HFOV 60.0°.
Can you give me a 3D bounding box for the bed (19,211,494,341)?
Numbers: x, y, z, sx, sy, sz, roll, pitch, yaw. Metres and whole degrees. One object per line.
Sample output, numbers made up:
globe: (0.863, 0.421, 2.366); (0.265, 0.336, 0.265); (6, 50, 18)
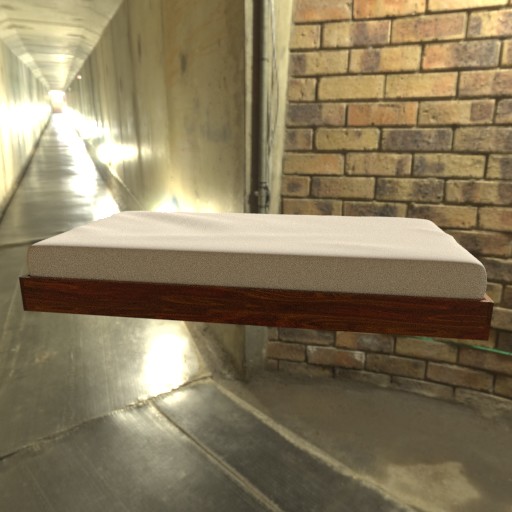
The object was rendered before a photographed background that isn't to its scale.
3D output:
bed: (0.000, 0.000, 2.161); (1.860, 0.312, 0.940); (2, 15, 9)
